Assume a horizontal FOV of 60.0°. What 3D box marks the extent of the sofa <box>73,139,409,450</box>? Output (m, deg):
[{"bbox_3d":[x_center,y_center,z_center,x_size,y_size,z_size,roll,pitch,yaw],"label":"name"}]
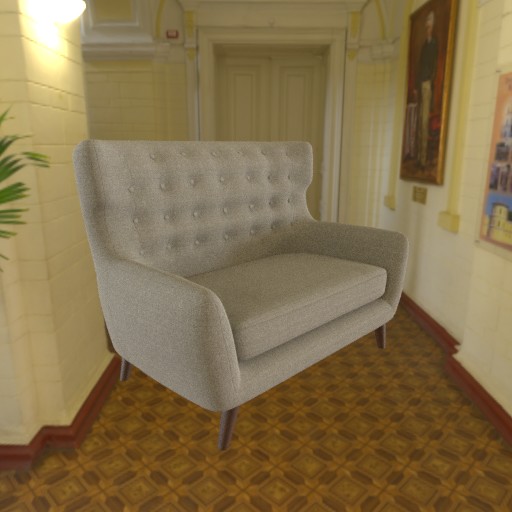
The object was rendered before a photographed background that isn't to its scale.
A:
[{"bbox_3d":[0.000,0.000,2.032,0.884,1.028,1.386,13,19,43],"label":"sofa"}]
